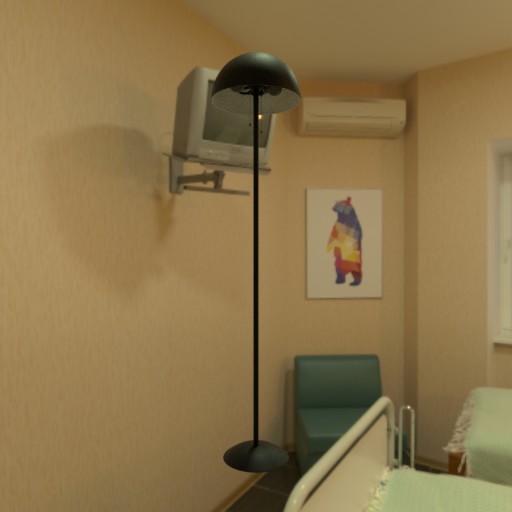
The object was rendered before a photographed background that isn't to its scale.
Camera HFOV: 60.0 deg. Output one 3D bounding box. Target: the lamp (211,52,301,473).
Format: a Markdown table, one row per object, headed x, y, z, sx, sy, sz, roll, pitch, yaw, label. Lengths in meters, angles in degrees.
| x | y | z | sx | sy | sz | roll | pitch | yaw | label |
| --- | --- | --- | --- | --- | --- | --- | --- | --- | --- |
| 0.000 | 0.000 | 1.629 | 0.328 | 1.480 | 0.328 | 0 | 1 | 1 | lamp |
